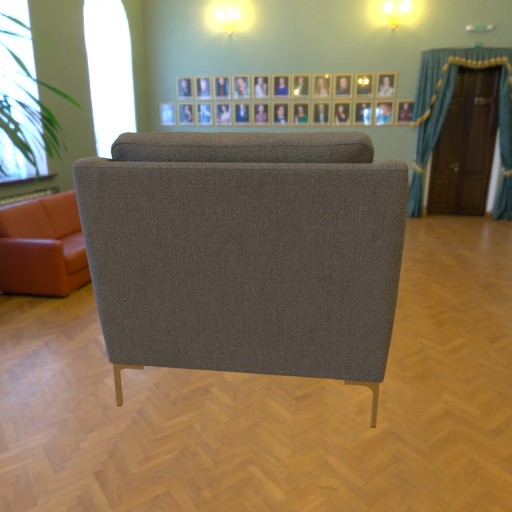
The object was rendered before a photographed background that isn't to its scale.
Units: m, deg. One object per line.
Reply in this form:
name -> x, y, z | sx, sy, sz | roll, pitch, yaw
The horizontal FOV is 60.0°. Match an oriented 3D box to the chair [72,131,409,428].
chair -> 0.000, 0.000, 1.538 | 0.847, 0.828, 0.849 | 2, 15, 8
